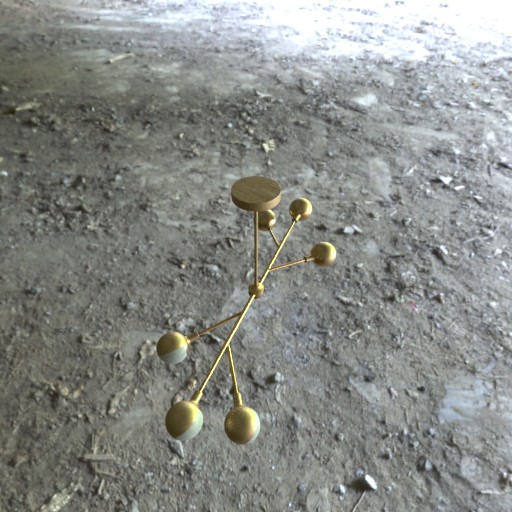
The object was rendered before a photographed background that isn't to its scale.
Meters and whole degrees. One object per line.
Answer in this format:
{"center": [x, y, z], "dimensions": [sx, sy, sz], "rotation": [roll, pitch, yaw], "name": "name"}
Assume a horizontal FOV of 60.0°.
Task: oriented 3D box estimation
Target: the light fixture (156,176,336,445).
{"center": [0.000, 0.000, 1.018], "dimensions": [0.434, 0.362, 0.778], "rotation": [27, 48, 27], "name": "light fixture"}
